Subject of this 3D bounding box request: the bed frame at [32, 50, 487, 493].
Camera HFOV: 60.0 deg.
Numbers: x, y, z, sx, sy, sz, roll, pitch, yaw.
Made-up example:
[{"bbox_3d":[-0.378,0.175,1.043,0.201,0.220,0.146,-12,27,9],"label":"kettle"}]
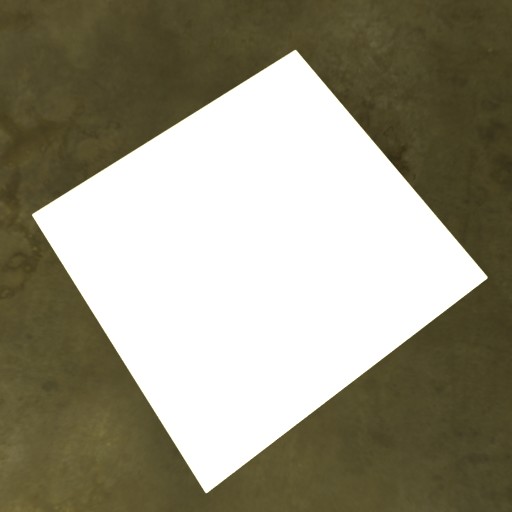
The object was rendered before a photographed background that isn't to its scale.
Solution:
[{"bbox_3d":[0.000,0.000,2.962,2.032,0.559,1.930,-35,79,-8],"label":"bed frame"}]
